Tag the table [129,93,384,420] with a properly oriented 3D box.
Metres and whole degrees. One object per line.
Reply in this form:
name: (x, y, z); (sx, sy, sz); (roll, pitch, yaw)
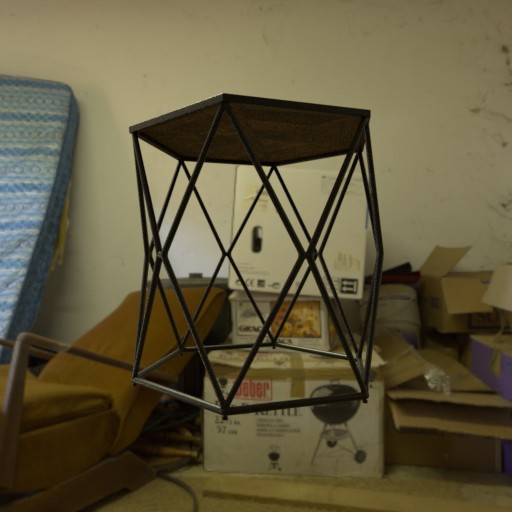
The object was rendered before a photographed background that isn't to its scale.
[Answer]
table: (0.000, 0.000, 1.051); (0.578, 0.564, 0.579); (0, 1, -18)
